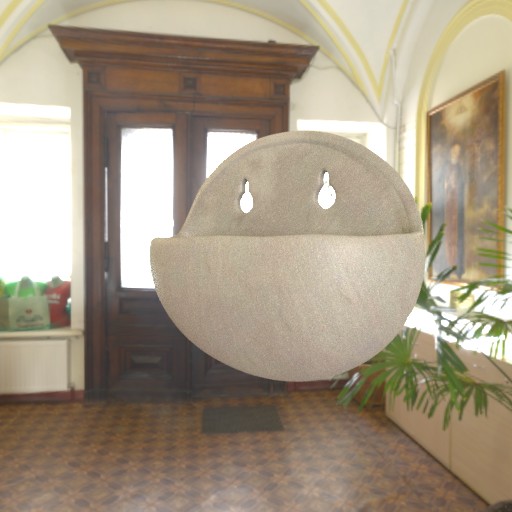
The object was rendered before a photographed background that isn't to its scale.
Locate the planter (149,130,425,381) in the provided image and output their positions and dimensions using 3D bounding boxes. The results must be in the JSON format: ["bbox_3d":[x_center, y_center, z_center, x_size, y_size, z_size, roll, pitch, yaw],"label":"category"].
[{"bbox_3d":[0.000,0.000,0.274,0.190,0.164,0.073,1,2,36],"label":"planter"}]
